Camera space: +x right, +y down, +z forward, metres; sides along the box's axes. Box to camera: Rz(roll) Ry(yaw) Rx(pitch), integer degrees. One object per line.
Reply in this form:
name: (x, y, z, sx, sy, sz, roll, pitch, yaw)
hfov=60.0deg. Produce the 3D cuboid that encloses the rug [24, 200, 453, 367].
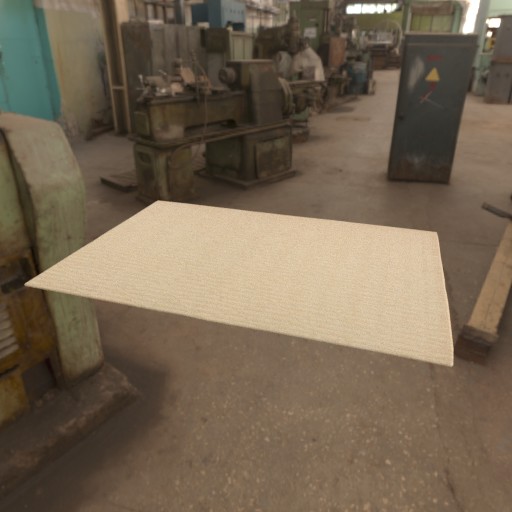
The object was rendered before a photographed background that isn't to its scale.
rug: (0.000, 0.000, 2.312, 1.848, 0.014, 1.238, 8, 27, 16)
